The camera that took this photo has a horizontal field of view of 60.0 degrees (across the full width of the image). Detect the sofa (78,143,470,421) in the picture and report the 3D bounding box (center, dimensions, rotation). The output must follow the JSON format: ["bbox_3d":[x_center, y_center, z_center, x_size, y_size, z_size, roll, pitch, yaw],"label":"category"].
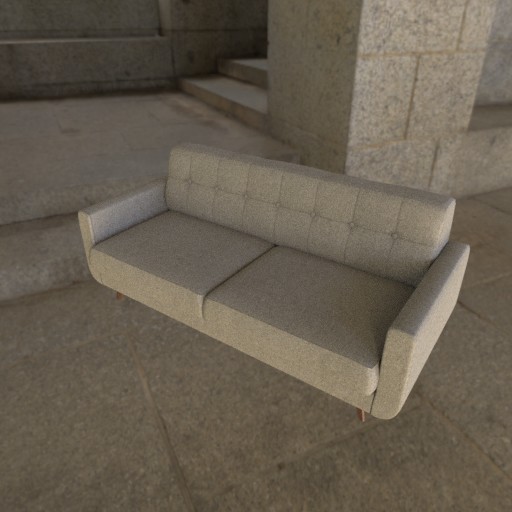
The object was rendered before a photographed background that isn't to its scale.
[{"bbox_3d":[0.000,0.000,2.542,2.055,0.873,0.968,19,35,30],"label":"sofa"}]
